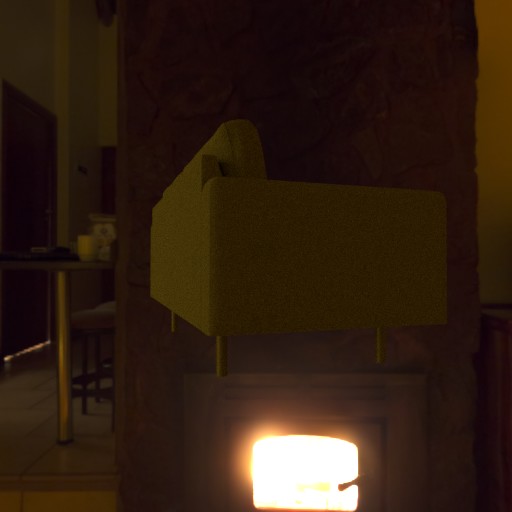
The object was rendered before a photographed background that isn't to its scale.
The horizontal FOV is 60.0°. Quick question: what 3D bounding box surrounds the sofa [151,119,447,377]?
[{"bbox_3d":[0.000,0.000,2.268,0.889,0.897,1.730,0,-1,-19],"label":"sofa"}]
